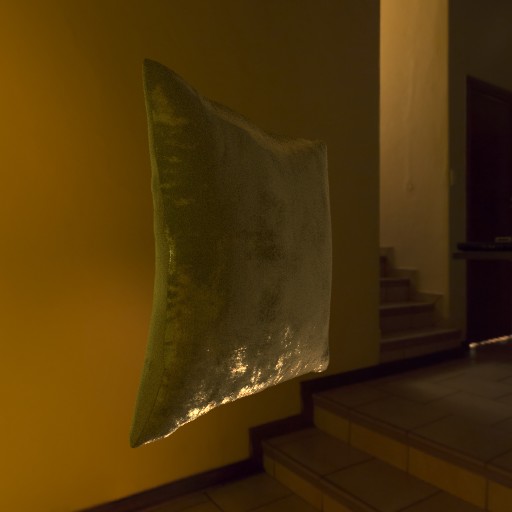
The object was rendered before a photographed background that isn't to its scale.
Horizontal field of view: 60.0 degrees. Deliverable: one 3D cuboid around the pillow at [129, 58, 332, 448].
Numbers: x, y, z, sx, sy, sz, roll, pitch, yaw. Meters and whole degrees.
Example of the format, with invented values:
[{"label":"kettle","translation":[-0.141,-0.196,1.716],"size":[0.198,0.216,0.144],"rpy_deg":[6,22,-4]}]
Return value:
[{"label":"pillow","translation":[0.000,0.000,0.709],"size":[0.175,0.464,0.470],"rpy_deg":[0,0,36]}]
